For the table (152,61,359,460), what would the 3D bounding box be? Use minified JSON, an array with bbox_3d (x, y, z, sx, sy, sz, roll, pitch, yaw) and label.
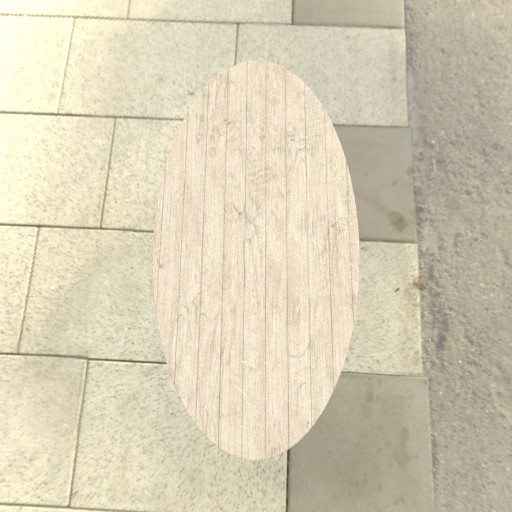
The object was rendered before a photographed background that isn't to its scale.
[{"bbox_3d":[0.000,0.000,1.357,0.542,0.390,1.083,0,76,0],"label":"table"}]
